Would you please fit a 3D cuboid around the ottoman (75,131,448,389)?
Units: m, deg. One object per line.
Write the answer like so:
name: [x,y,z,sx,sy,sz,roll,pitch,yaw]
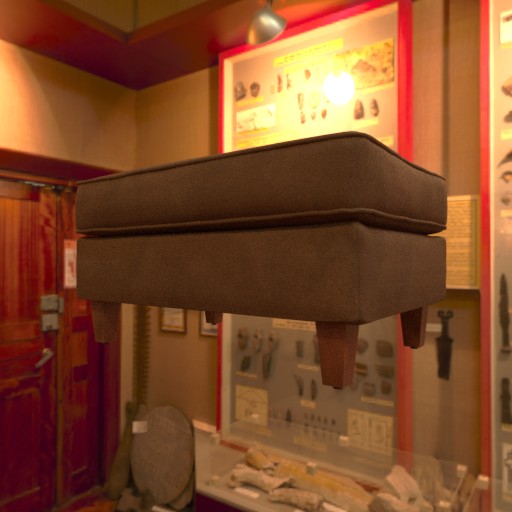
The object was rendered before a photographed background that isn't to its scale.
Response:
ottoman: [0.000,0.000,1.185,0.860,0.481,0.596,0,0,37]
